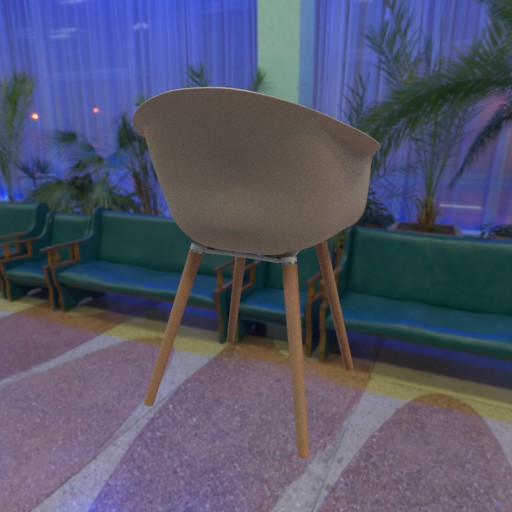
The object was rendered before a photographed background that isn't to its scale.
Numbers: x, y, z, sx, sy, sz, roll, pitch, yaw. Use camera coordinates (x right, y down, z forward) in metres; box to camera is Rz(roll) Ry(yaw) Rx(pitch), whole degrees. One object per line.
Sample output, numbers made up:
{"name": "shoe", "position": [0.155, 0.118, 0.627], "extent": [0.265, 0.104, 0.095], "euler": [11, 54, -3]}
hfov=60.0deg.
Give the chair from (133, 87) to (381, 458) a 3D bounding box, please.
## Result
{"name": "chair", "position": [0.000, 0.000, 1.151], "extent": [0.593, 0.781, 0.504], "euler": [8, 17, 26]}
